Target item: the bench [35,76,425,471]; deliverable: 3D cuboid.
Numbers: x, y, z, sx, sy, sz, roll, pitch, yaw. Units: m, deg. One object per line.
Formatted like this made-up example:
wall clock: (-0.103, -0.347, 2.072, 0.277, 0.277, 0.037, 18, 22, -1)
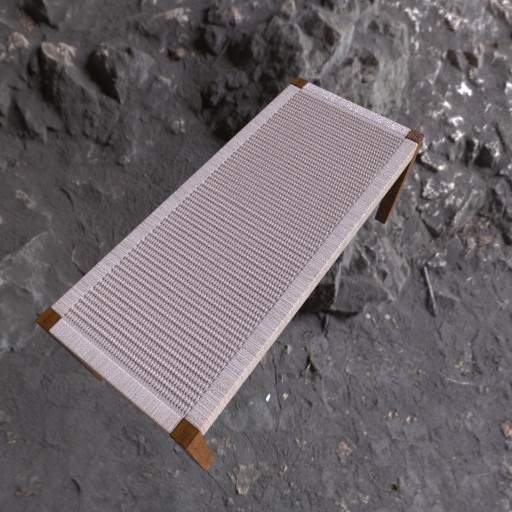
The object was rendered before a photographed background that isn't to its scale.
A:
bench: (0.000, 0.000, 1.487, 0.507, 0.457, 1.198, 32, 64, 18)
